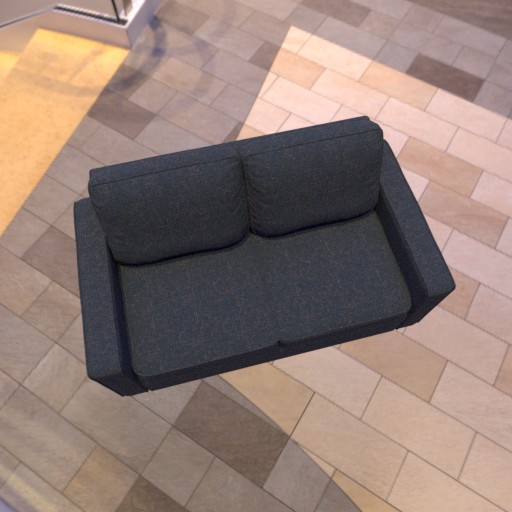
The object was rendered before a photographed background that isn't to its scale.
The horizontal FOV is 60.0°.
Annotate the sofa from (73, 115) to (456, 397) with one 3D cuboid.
[{"bbox_3d":[0.000,0.000,2.272,1.709,0.918,0.947,-13,65,-6],"label":"sofa"}]
